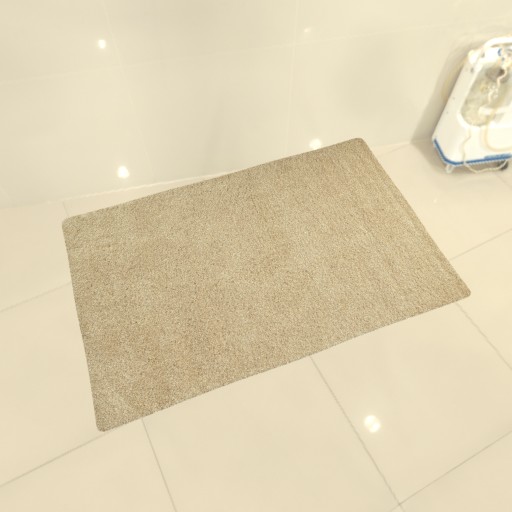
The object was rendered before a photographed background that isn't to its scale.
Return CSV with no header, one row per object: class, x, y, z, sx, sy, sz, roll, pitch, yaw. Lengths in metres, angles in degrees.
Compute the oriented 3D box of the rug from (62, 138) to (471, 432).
rug,0.000,0.000,2.944,2.349,0.025,1.500,-18,60,-11
